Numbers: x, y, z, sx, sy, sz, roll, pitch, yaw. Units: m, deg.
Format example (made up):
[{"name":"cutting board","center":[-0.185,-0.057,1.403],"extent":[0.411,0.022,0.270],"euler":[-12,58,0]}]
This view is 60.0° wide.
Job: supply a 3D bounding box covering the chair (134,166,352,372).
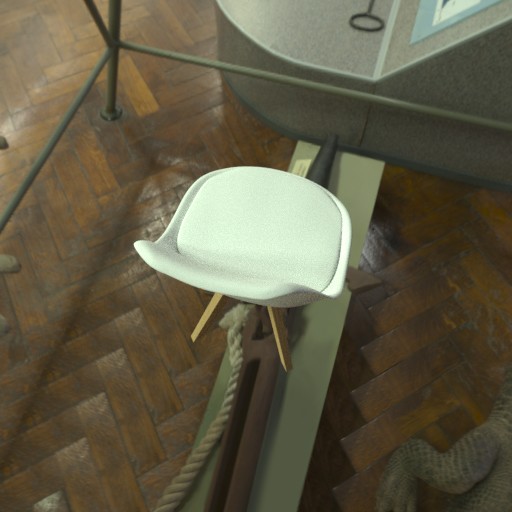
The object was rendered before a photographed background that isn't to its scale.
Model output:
[{"name":"chair","center":[0.000,0.000,1.204],"extent":[0.485,0.849,0.550],"euler":[16,65,8]}]
